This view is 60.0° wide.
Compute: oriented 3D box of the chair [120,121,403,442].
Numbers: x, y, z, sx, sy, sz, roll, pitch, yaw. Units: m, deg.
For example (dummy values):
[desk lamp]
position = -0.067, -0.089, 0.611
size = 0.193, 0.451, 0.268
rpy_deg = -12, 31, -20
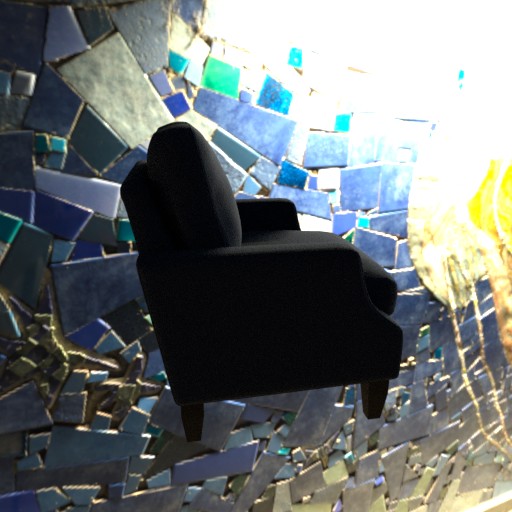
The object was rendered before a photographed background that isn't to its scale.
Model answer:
[chair]
position = 0.000, 0.000, 1.708
size = 0.897, 0.991, 0.855
rpy_deg = -3, 18, -10
